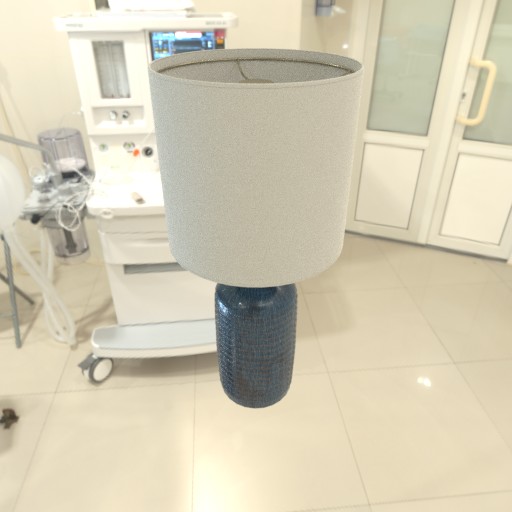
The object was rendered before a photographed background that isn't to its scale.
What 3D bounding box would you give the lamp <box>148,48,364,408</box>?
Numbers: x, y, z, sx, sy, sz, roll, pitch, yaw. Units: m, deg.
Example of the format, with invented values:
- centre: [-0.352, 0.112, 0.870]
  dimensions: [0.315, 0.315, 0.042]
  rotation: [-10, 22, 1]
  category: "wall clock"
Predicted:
- centre: [0.000, 0.000, 0.587]
  dimensions: [0.220, 0.475, 0.220]
  rotation: [1, 32, 1]
  category: "lamp"
